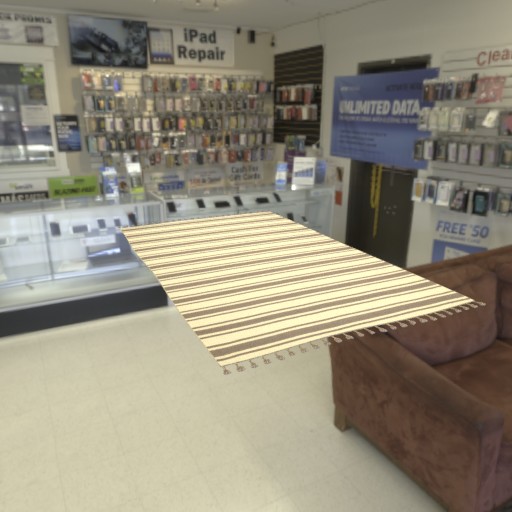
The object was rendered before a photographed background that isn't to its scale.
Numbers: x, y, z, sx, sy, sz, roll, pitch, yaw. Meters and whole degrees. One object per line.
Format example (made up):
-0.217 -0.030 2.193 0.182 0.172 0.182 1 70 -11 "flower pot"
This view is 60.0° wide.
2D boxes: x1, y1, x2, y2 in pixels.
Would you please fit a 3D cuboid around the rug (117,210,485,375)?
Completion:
0.000 0.000 2.562 1.229 0.011 2.096 -9 20 -24 "rug"
